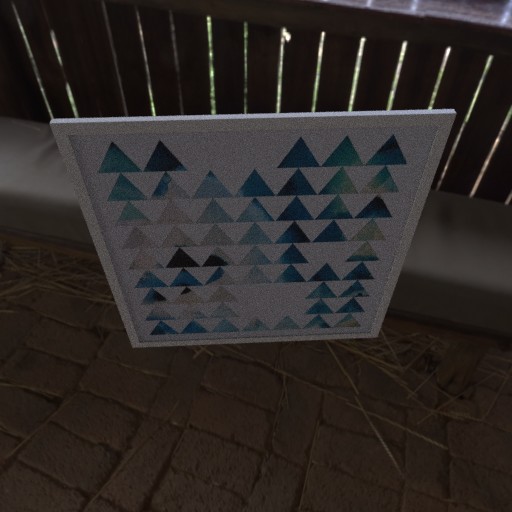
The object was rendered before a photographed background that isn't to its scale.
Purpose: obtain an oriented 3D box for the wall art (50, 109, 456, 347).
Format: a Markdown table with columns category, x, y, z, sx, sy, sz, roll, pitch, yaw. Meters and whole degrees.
| category | x | y | z | sx | sy | sz | roll | pitch | yaw |
| --- | --- | --- | --- | --- | --- | --- | --- | --- | --- |
| wall art | 0.000 | 0.000 | 0.811 | 0.557 | 0.557 | 0.012 | -2 | 46 | -2 |
